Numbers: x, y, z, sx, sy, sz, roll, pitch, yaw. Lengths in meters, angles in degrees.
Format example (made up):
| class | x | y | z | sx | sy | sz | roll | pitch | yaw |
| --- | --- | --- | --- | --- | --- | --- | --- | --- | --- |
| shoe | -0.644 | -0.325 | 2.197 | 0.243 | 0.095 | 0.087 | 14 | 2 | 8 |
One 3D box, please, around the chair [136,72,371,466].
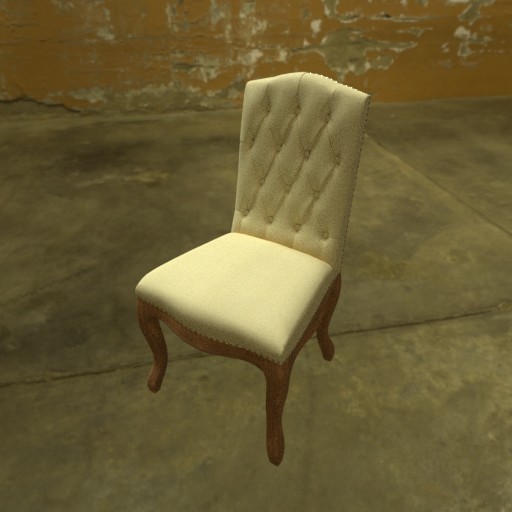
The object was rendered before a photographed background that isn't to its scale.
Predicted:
| class | x | y | z | sx | sy | sz | roll | pitch | yaw |
| --- | --- | --- | --- | --- | --- | --- | --- | --- | --- |
| chair | 0.000 | 0.000 | 1.604 | 0.623 | 1.165 | 0.715 | 19 | 36 | 28 |
